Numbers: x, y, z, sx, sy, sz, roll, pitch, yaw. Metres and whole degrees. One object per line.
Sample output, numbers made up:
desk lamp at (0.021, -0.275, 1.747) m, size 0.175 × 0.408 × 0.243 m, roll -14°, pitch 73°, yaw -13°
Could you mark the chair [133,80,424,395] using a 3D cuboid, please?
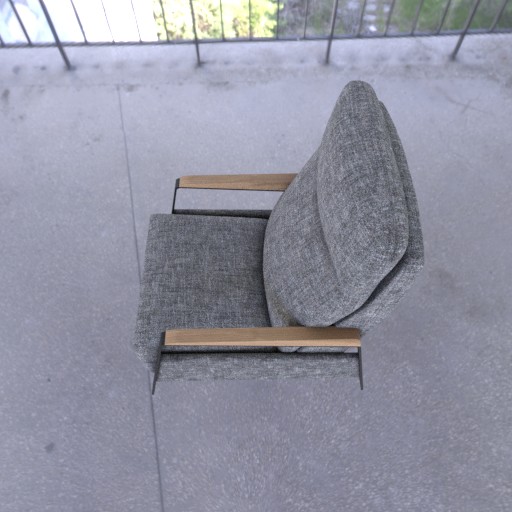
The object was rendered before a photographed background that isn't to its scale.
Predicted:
chair at (0.000, 0.000, 1.556) m, size 0.868 × 1.042 × 0.671 m, roll -1°, pitch 58°, yaw -1°
